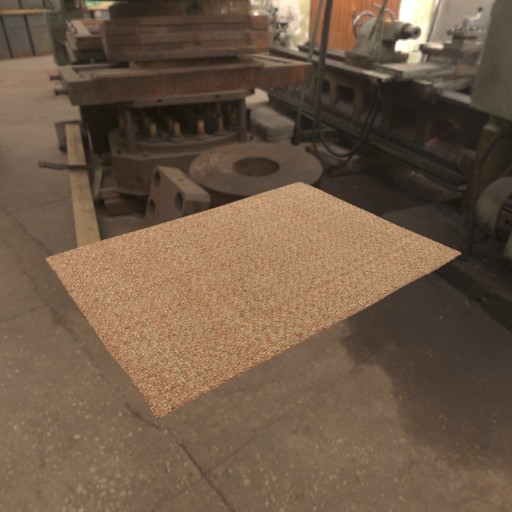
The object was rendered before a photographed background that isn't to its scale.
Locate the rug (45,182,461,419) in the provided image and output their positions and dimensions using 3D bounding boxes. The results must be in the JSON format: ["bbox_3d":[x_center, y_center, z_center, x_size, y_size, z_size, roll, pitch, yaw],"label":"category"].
[{"bbox_3d":[0.000,0.000,2.798,2.141,0.013,1.566,-22,37,-31],"label":"rug"}]
